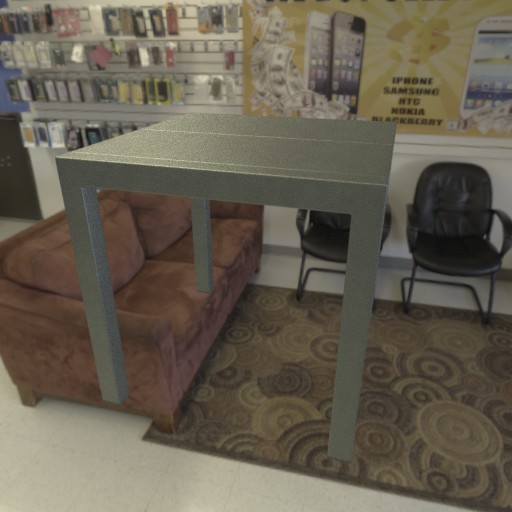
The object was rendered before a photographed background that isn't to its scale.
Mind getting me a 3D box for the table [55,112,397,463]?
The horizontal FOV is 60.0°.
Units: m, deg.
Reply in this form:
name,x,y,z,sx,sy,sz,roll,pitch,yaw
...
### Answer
name,x,y,z,sx,sy,sz,roll,pitch,yaw
table,0.000,0.000,0.956,0.508,0.508,0.508,8,27,16
